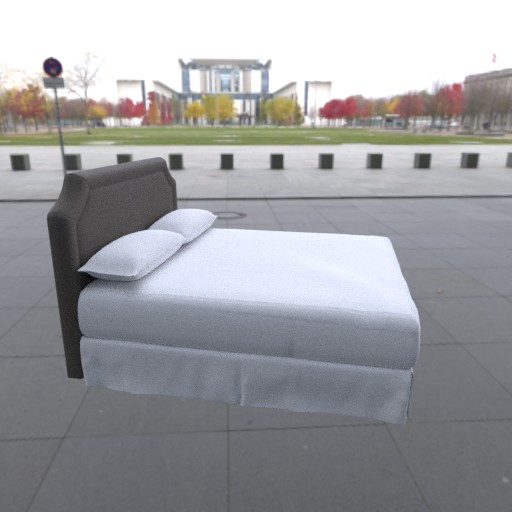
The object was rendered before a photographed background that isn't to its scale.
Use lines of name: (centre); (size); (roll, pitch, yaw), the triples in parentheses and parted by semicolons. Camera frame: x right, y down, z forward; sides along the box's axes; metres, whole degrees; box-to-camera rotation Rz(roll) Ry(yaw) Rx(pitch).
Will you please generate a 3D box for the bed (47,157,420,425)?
bed: (0.000, 0.000, 3.903); (2.536, 1.561, 2.194); (3, 17, 11)
